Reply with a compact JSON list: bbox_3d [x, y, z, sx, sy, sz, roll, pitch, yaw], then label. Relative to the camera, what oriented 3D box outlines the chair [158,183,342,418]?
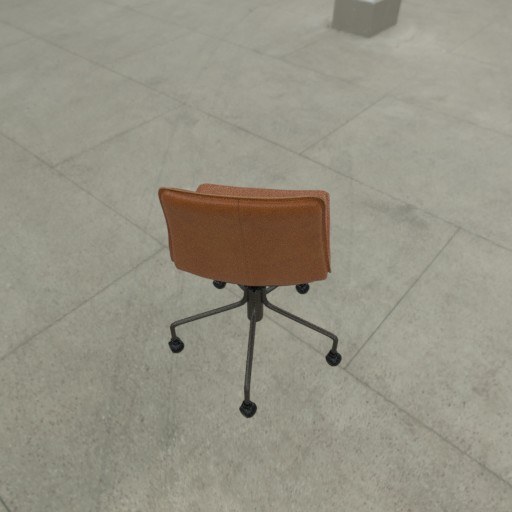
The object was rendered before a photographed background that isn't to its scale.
[{"bbox_3d":[0.000,0.000,1.404,0.651,0.920,0.660,4,45,4],"label":"chair"}]
